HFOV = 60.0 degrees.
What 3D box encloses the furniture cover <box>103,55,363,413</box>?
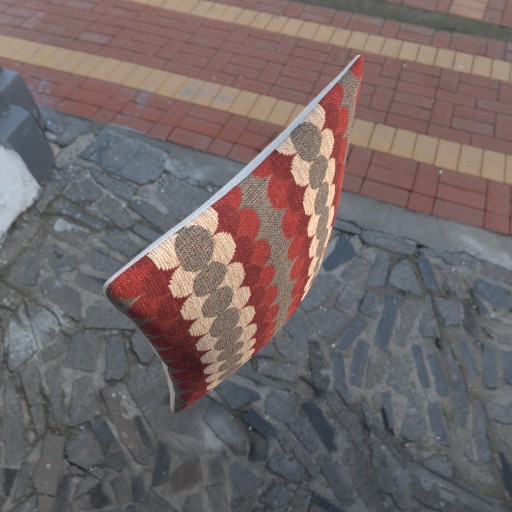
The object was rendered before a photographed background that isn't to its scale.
[{"bbox_3d":[0.000,0.000,0.637,0.145,0.420,0.435,33,64,19],"label":"furniture cover"}]
